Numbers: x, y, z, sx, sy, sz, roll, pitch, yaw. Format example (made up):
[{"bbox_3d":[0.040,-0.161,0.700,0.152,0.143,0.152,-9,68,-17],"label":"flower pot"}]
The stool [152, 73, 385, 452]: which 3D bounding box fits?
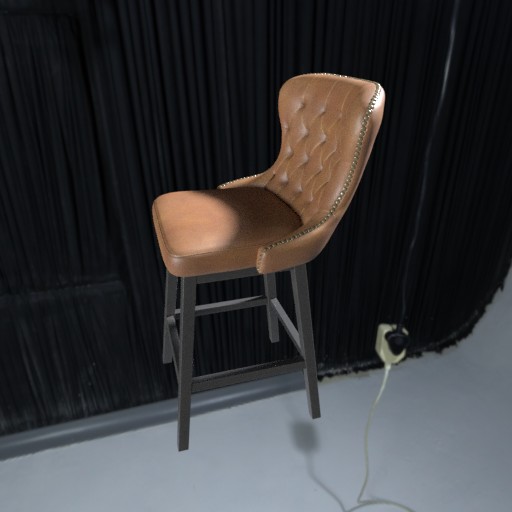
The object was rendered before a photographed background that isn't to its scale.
[{"bbox_3d":[0.000,0.000,1.312,0.593,0.971,0.528,-8,28,-15],"label":"stool"}]
